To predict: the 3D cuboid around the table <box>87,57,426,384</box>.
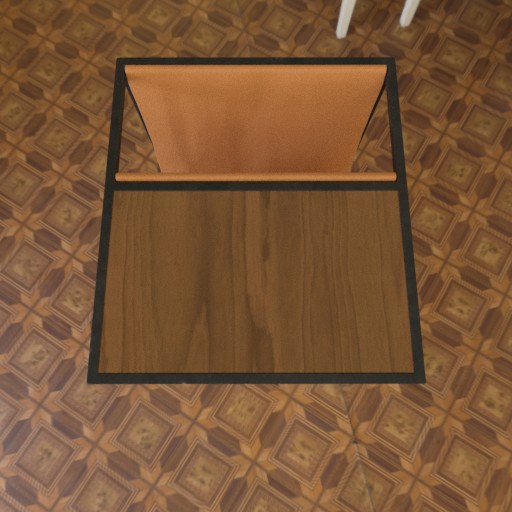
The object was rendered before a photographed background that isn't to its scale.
[{"bbox_3d":[0.000,0.000,0.832,0.399,0.536,0.450,0,75,0],"label":"table"}]
